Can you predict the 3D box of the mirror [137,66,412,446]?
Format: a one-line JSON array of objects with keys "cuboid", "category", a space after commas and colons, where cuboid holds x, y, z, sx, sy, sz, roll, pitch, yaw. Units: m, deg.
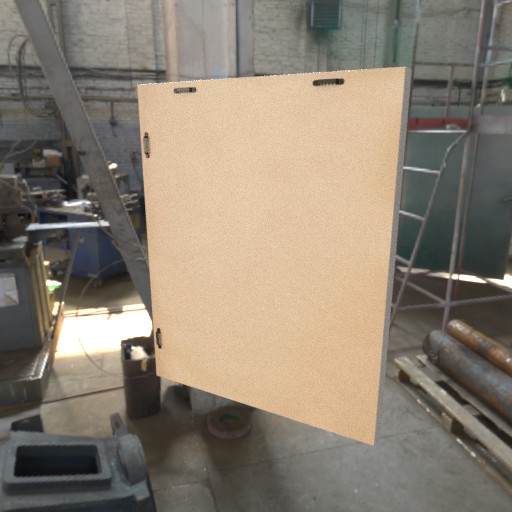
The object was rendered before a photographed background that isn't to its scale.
[{"cuboid": [0.000, 0.000, 0.678, 0.405, 0.508, 0.041, 8, 17, 27], "category": "mirror"}]
